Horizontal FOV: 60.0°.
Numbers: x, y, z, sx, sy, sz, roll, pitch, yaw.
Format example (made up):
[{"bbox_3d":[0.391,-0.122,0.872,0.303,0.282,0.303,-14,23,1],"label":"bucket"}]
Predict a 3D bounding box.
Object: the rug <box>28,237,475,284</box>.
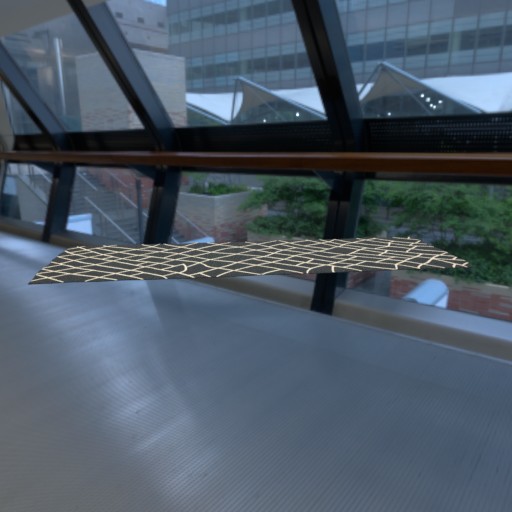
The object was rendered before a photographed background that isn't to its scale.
[{"bbox_3d":[0.000,0.000,2.783,2.476,0.010,0.807,-2,15,-7],"label":"rug"}]
